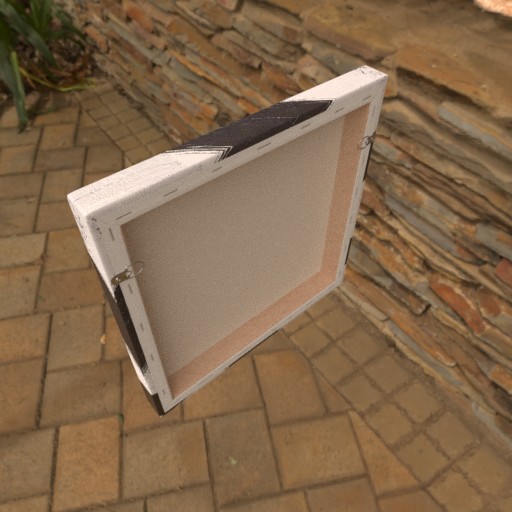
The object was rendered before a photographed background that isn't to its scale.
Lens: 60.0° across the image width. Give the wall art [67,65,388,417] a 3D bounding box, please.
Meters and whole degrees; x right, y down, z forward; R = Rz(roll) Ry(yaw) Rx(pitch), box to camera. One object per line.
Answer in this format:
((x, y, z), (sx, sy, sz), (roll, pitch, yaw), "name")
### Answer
((0.000, 0.000, 0.770), (0.507, 0.508, 0.050), (-32, 54, -26), "wall art")
